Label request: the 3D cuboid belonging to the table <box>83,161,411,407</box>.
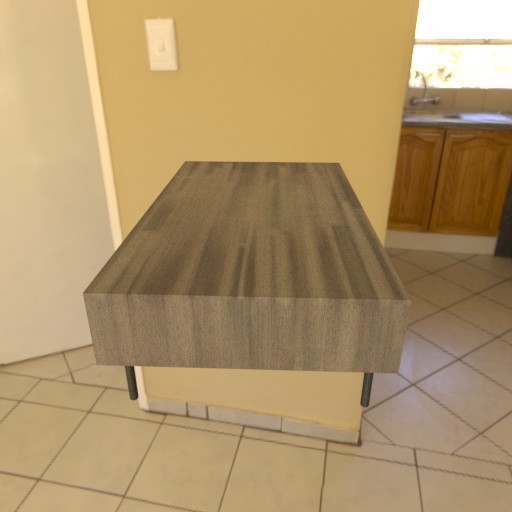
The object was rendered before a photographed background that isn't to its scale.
[{"bbox_3d":[0.000,0.000,1.424,0.643,0.347,1.088,1,26,2],"label":"table"}]
